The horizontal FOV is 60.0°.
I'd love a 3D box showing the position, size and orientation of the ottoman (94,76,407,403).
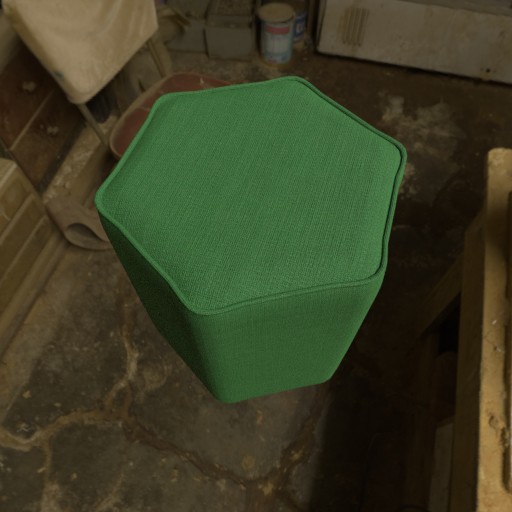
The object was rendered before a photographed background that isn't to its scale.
[{"bbox_3d":[0.000,0.000,0.888,0.444,0.507,0.499,15,60,9],"label":"ottoman"}]
